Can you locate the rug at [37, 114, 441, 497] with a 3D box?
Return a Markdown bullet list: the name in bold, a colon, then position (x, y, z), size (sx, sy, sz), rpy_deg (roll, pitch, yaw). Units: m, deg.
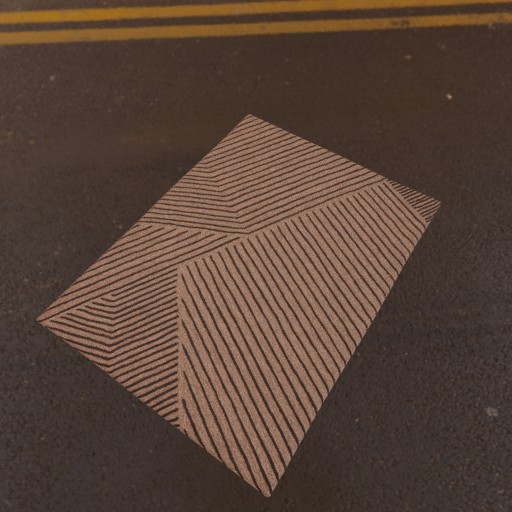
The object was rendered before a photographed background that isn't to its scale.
- **rug**: position (0.000, 0.000, 3.172), size (1.829, 0.028, 2.449), rpy_deg (30, 62, 18)
